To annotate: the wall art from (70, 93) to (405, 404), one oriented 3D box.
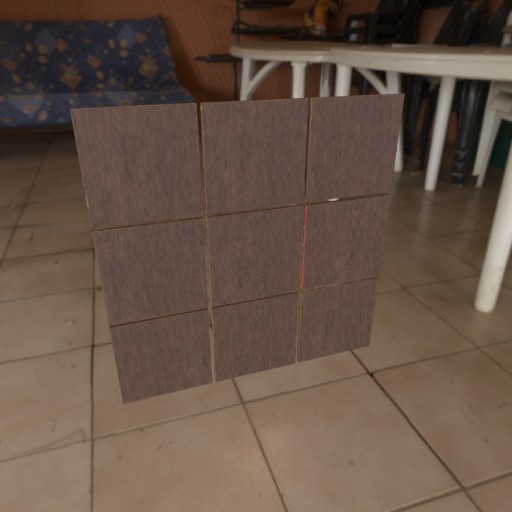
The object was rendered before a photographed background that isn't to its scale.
[{"bbox_3d":[0.000,0.000,1.369,0.915,0.914,0.013,-9,28,-17],"label":"wall art"}]
